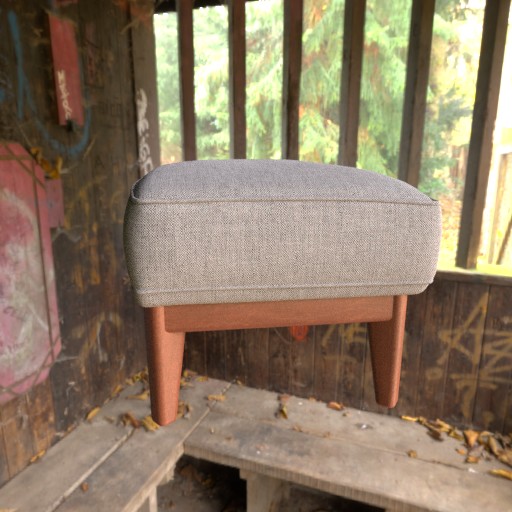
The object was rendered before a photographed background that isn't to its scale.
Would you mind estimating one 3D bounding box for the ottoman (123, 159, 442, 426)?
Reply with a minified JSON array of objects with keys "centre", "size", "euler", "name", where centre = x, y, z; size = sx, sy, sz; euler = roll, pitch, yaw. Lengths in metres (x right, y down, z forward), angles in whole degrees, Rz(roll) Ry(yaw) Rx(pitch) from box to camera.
[{"centre":[0.000,0.000,1.090],"size":[0.555,0.458,0.750],"euler":[-2,14,-7],"name":"ottoman"}]
